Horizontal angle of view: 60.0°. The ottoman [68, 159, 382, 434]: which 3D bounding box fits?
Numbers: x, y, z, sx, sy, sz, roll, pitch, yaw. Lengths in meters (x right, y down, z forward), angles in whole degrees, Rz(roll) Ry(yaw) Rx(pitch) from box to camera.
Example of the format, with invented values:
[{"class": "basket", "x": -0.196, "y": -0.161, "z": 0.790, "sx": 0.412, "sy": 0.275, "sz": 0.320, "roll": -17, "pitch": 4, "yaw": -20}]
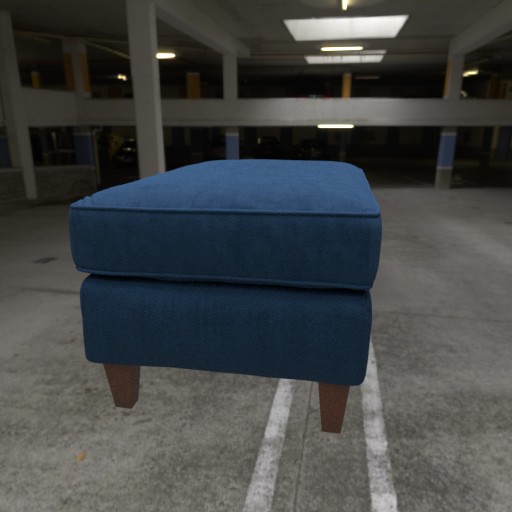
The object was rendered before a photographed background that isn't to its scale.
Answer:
[{"class": "ottoman", "x": 0.000, "y": 0.000, "z": 1.209, "sx": 0.583, "sy": 0.484, "sz": 0.862, "roll": 3, "pitch": 17, "yaw": 10}]
